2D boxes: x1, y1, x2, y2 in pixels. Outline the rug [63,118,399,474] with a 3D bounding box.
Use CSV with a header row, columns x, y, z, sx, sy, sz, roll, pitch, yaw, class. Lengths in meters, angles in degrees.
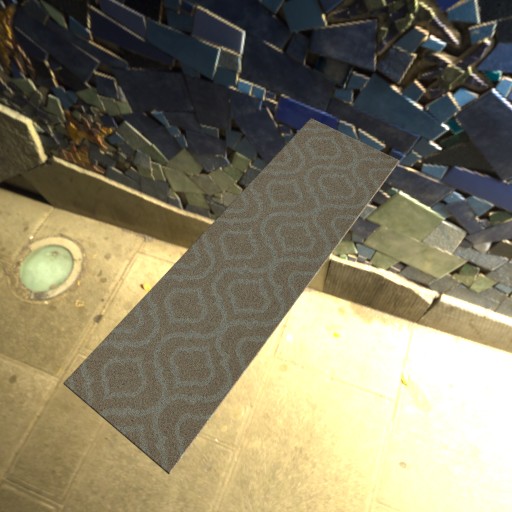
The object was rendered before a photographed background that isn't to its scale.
x,y,z,sx,sy,sz,roll,pitch,yaw,class
0.000,0.000,2.549,0.691,0.013,2.289,32,64,17,rug
